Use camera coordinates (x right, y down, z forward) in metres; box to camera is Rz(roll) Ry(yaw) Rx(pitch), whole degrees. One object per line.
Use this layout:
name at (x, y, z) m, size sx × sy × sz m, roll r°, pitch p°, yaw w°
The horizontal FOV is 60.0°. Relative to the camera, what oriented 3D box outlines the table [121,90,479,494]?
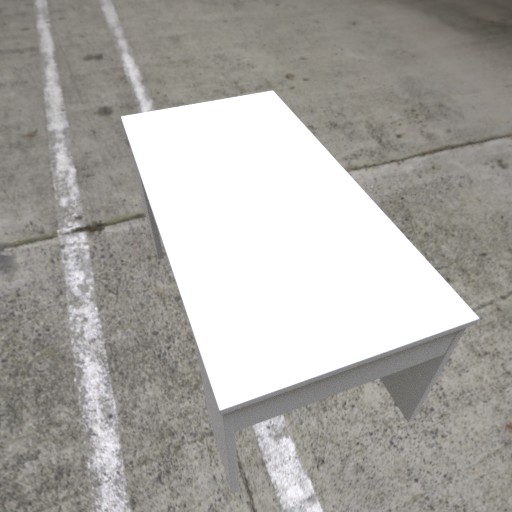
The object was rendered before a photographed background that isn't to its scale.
table at (0.000, 0.000, 1.235) m, size 0.500 × 0.440 × 1.000 m, roll -15°, pitch 47°, yaw -14°
